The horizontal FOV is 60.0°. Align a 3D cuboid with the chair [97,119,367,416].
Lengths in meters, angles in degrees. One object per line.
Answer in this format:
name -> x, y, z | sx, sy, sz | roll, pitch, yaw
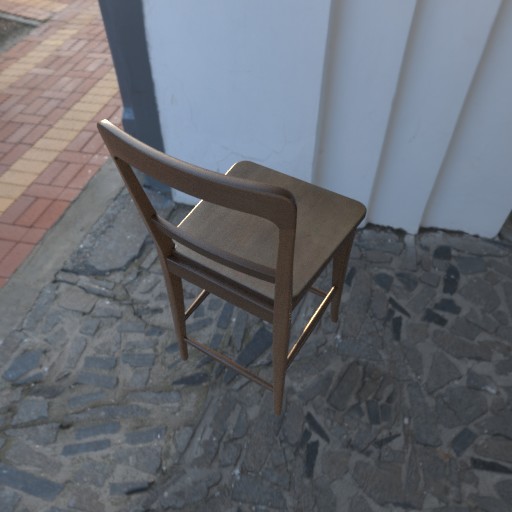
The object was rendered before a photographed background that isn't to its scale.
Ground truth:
chair -> 0.000, 0.000, 1.280 | 0.450, 0.991, 0.546 | 25, 52, 21
